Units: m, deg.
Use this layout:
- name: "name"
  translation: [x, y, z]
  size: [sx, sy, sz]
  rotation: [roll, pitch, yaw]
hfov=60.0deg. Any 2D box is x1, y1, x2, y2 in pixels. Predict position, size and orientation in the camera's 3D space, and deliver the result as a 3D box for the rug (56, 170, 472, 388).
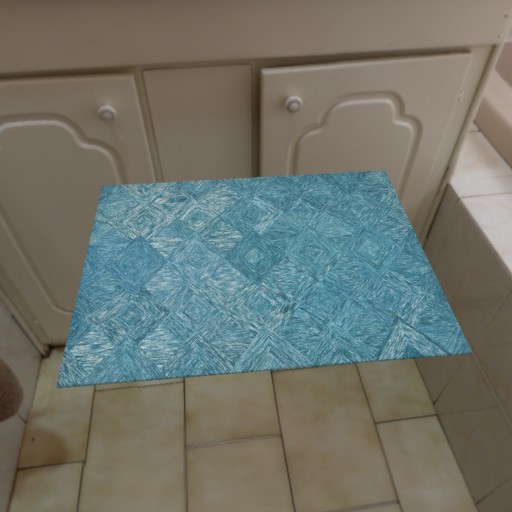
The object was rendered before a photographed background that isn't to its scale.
- name: "rug"
  translation: [0.000, 0.000, 4.222]
  size: [3.217, 0.027, 2.405]
  rotation: [-4, 47, -4]
